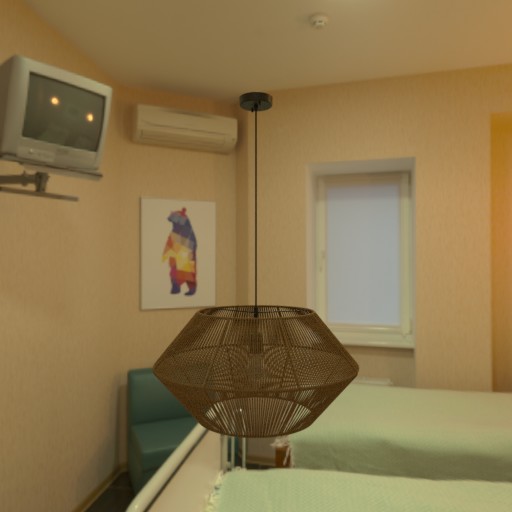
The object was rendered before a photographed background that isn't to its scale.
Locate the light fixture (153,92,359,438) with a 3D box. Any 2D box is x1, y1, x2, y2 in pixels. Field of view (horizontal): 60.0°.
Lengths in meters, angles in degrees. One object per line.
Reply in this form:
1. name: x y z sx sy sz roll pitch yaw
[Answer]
1. light fixture: 0.000 0.000 1.411 0.643 1.009 0.643 0 -1 0
